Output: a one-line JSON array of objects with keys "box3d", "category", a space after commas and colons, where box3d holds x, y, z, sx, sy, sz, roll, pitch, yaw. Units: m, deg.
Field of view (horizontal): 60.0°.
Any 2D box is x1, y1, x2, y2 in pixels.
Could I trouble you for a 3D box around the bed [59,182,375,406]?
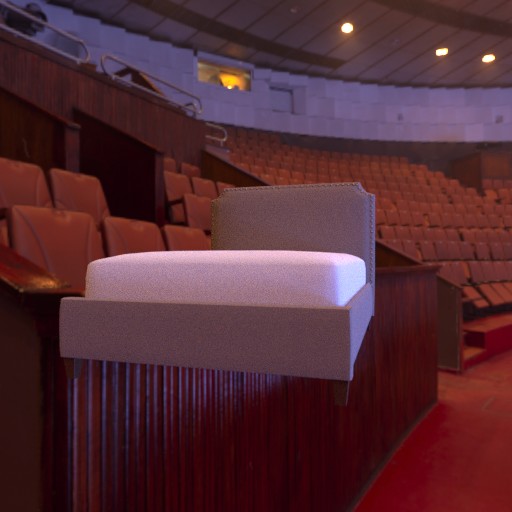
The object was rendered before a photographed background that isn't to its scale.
[{"box3d": [0.000, 0.000, 3.471, 1.713, 1.443, 2.372, 0, 0, 17], "category": "bed"}]
